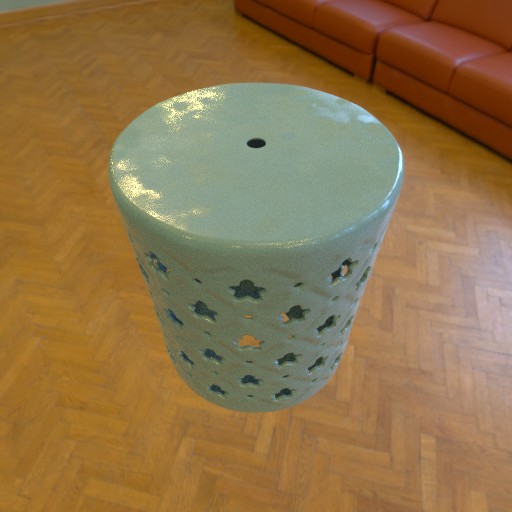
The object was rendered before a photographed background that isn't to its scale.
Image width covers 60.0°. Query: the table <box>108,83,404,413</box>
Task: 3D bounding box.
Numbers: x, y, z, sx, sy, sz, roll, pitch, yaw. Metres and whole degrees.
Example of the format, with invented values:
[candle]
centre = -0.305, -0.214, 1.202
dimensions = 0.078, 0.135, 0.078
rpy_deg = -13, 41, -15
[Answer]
[table]
centre = 0.000, 0.000, 0.665
dimensions = 0.352, 0.387, 0.352
rpy_deg = 0, 46, 0
